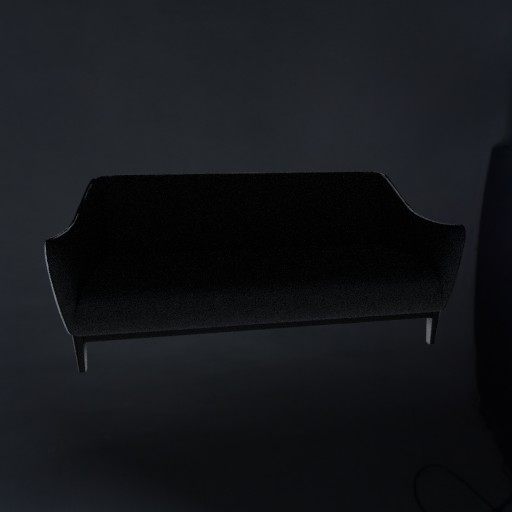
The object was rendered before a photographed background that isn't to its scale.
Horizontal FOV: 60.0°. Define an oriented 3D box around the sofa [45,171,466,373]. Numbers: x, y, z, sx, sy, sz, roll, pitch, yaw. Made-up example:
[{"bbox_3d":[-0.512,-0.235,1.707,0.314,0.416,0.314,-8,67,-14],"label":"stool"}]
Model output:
[{"bbox_3d":[0.000,0.000,2.407,1.928,0.829,0.867,-3,16,-9],"label":"sofa"}]
